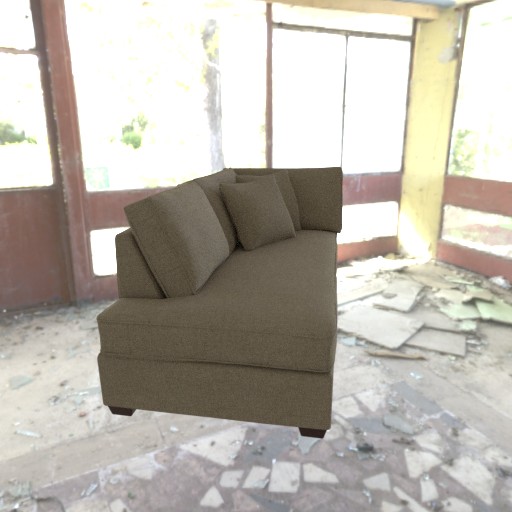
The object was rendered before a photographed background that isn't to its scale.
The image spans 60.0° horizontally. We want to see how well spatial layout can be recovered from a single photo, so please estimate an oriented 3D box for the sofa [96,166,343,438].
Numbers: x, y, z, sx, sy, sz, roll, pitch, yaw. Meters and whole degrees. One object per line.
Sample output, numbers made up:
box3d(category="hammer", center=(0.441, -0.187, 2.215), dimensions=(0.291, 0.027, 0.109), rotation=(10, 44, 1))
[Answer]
box3d(category="sofa", center=(0.000, 0.000, 2.893), dimensions=(1.110, 1.019, 2.238), rotation=(3, 16, 10))
